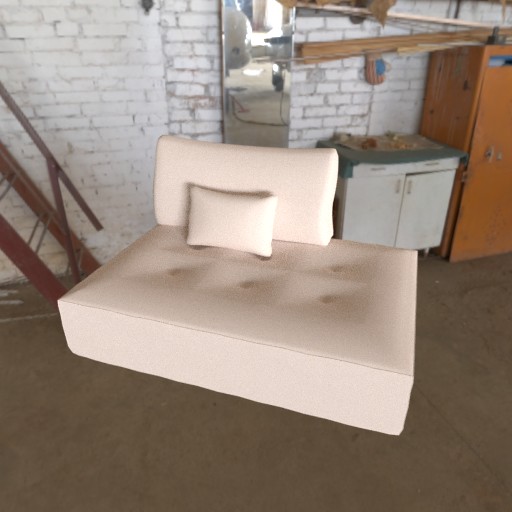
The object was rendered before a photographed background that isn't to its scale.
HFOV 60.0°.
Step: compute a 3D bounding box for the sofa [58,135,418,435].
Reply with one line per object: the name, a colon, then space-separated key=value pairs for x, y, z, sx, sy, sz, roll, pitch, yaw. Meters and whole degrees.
sofa: x=0.000 y=0.000 z=2.050 sx=1.450 sy=0.820 sz=1.000 roll=9 pitch=29 yaw=16
